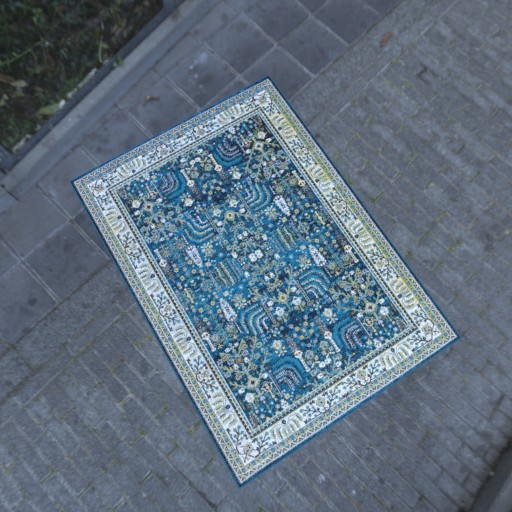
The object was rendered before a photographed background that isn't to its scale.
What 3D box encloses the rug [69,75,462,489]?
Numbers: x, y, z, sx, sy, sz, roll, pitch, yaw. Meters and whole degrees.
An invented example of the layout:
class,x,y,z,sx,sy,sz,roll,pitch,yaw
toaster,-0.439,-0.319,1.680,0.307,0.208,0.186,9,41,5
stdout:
class,x,y,z,sx,sy,sz,roll,pitch,yaw
rug,0.000,0.000,2.851,1.594,0.013,2.213,-31,77,-8
